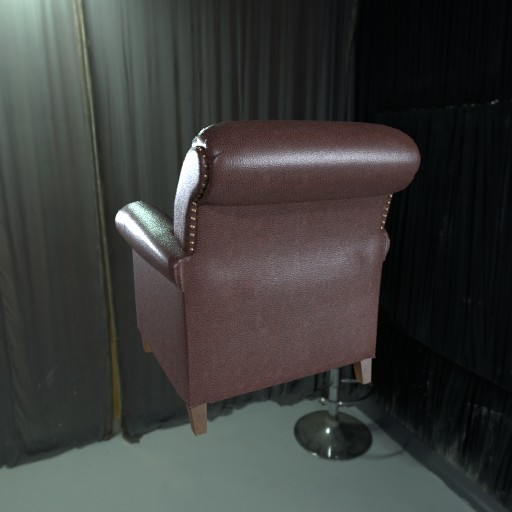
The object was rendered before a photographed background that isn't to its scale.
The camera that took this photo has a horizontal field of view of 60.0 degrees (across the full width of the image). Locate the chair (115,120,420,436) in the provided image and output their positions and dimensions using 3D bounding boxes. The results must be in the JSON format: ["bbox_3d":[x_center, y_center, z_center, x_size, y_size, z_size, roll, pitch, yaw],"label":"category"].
[{"bbox_3d":[0.000,0.000,1.621,0.854,0.927,0.890,-7,17,-26],"label":"chair"}]
